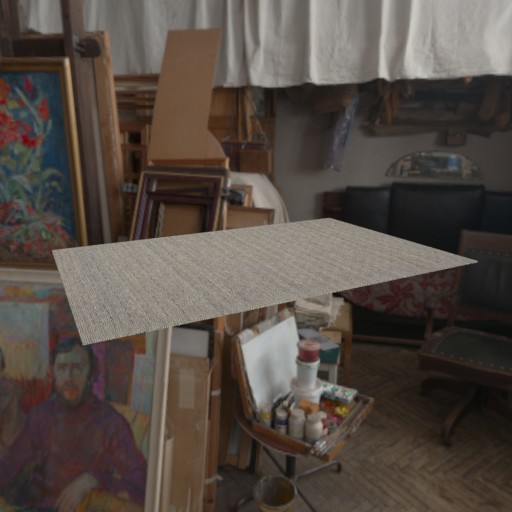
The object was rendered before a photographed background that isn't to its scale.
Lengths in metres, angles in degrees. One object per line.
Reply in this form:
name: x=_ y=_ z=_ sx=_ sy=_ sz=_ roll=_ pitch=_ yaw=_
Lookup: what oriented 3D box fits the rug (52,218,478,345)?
rug: x=0.000 y=0.000 z=2.172 sx=1.752 sy=0.006 sz=1.142 roll=-9 pitch=18 yaw=-27
